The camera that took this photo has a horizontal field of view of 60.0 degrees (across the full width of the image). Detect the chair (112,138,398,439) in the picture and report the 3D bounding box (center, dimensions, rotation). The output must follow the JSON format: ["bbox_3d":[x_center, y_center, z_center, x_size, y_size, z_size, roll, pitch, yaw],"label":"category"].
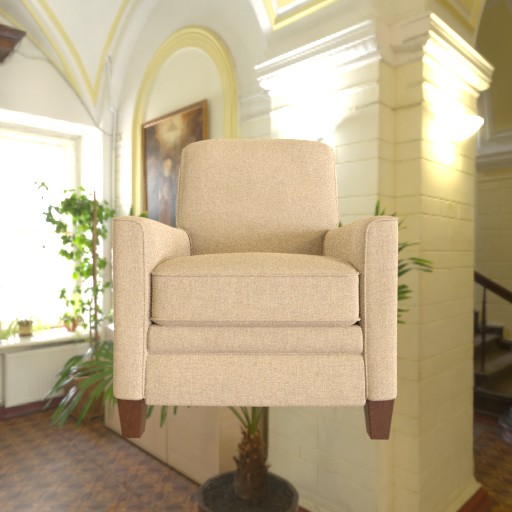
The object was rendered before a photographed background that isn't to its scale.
[{"bbox_3d":[0.000,0.000,1.619,0.845,1.023,0.859,0,1,0],"label":"chair"}]
